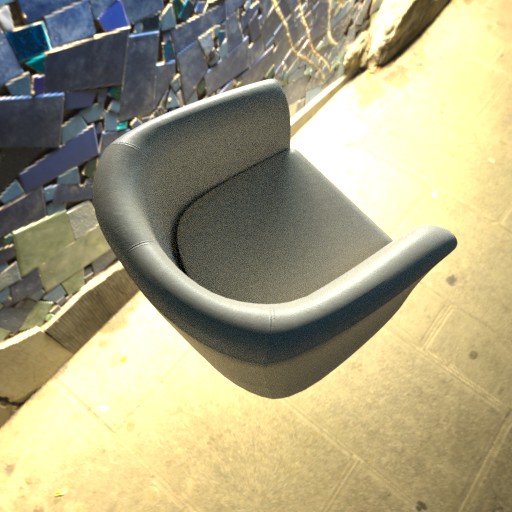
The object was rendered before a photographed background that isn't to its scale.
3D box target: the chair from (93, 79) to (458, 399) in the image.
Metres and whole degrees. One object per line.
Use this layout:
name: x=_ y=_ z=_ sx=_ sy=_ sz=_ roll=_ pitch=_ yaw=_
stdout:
chair: x=0.000 y=0.000 z=1.369 sx=0.727 sy=0.756 sz=0.792 roll=-33 pitch=65 yaw=-17
